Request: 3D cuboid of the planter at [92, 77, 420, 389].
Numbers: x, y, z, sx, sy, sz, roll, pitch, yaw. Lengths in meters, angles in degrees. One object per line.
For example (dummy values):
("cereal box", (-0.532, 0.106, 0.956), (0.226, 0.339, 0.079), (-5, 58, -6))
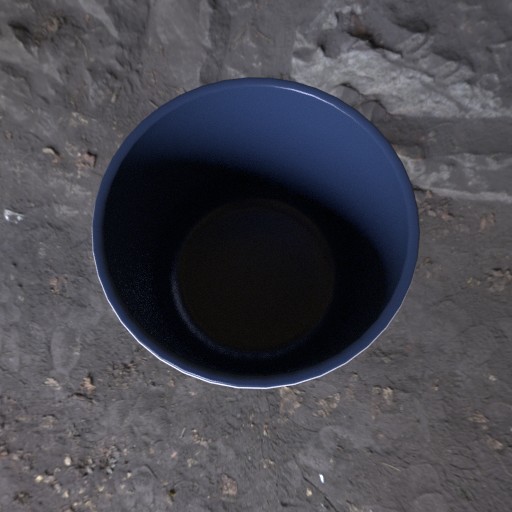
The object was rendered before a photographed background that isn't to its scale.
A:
("planter", (0.000, 0.000, 0.323), (0.182, 0.165, 0.182), (0, 75, 0))
